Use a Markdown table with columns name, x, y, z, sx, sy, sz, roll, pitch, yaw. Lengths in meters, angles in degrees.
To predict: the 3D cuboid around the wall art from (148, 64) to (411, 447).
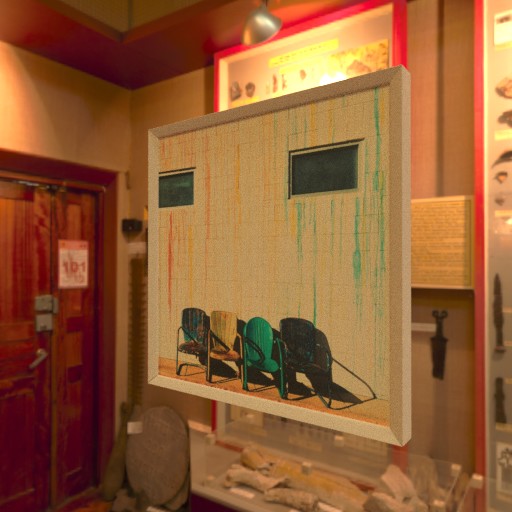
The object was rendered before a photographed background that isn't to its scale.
| name | x | y | z | sx | sy | sz | roll | pitch | yaw |
| --- | --- | --- | --- | --- | --- | --- | --- | --- | --- |
| wall art | 0.000 | 0.000 | 0.752 | 0.508 | 0.508 | 0.037 | 0 | 0 | 36 |
